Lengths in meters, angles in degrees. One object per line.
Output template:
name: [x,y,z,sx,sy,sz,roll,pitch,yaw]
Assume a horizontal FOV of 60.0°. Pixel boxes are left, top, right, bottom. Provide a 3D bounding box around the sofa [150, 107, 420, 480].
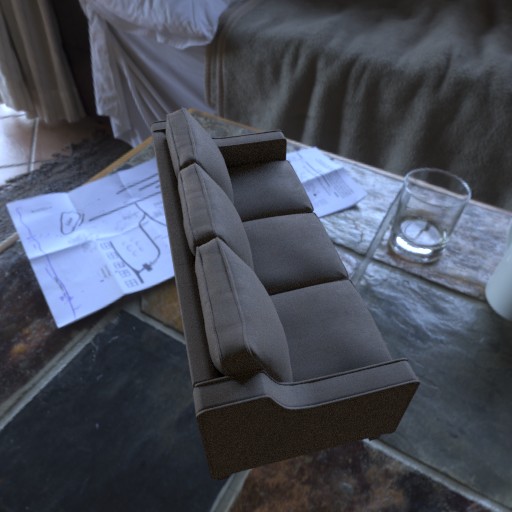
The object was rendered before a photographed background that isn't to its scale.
sofa: [0.000,0.000,2.479,0.911,0.974,1.986,-10,47,-10]
